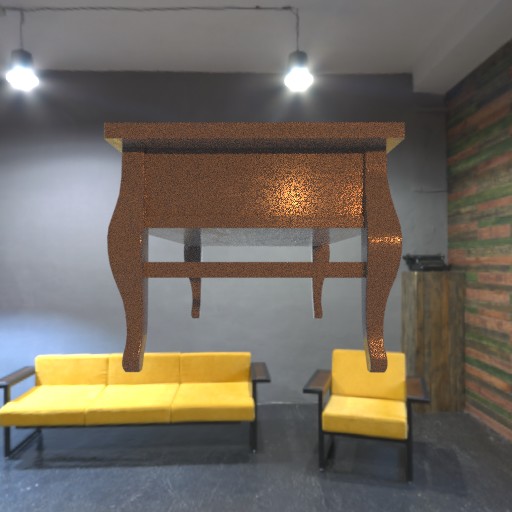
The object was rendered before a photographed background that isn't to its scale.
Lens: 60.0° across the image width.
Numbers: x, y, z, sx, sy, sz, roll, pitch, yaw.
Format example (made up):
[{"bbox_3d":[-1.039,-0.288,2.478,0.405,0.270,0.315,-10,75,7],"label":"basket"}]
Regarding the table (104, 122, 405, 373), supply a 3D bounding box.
[{"bbox_3d":[0.000,0.000,1.384,0.600,0.495,1.062,0,-1,0],"label":"table"}]
